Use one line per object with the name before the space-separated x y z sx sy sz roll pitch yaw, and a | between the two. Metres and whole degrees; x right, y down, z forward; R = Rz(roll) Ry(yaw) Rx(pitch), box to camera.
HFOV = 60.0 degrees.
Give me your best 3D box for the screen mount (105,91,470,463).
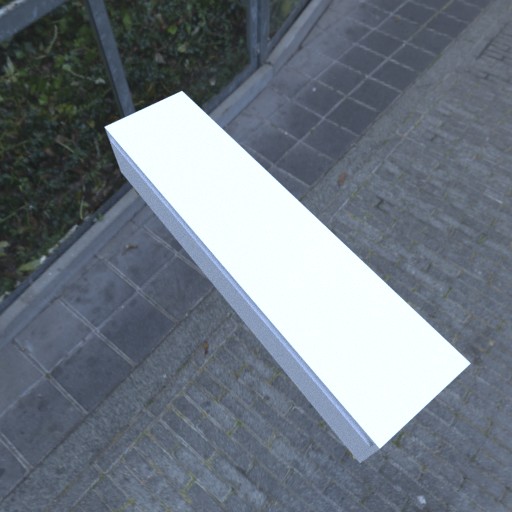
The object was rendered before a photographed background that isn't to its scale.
screen mount | 0.000 0.000 1.829 0.399 0.432 1.644 -33 63 -19
